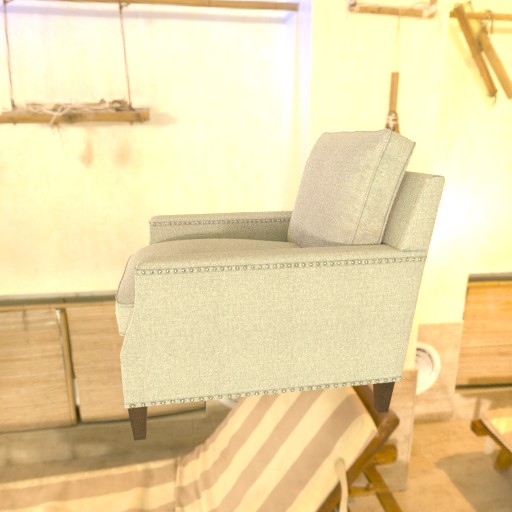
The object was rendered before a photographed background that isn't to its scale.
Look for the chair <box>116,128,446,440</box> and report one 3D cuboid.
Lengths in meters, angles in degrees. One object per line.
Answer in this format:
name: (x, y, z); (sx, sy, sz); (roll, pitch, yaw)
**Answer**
chair: (0.000, 0.000, 1.721); (1.014, 0.943, 0.853); (-3, 15, -10)
